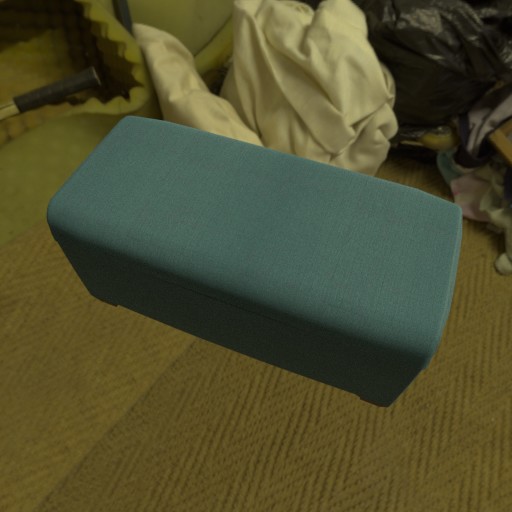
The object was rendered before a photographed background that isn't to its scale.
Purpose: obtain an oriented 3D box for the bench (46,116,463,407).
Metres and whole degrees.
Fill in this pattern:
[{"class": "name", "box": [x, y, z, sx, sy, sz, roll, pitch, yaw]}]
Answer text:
[{"class": "bench", "box": [0.000, 0.000, 1.282, 0.995, 0.474, 0.476, 18, 58, 12]}]
